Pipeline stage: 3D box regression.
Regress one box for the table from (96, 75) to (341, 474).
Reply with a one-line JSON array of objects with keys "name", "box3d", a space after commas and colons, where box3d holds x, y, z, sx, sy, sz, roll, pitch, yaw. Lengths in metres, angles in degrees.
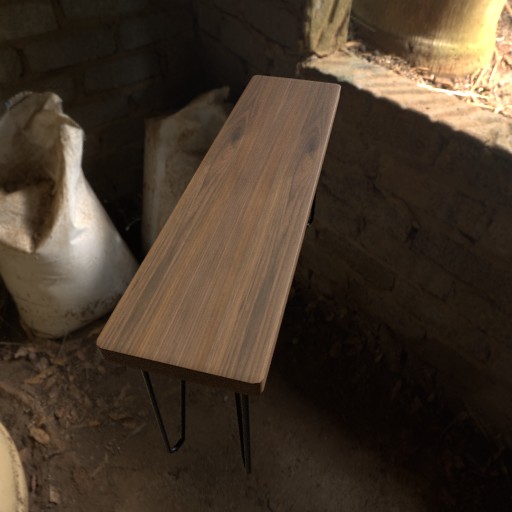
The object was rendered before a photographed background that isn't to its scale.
[{"name": "table", "box3d": [0.000, 0.000, 1.868, 0.425, 0.834, 1.570, 10, 47, 10]}]
